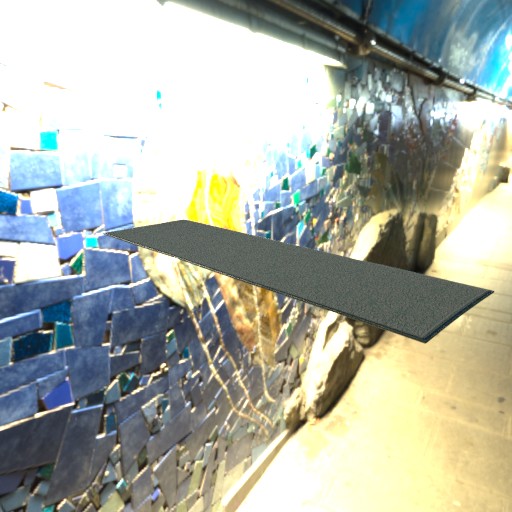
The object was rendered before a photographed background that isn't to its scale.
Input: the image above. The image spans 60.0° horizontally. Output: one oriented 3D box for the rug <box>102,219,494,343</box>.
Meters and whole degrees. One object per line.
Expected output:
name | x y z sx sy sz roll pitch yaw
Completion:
rug | 0.000 0.000 2.396 2.196 0.011 0.662 15 22 43
